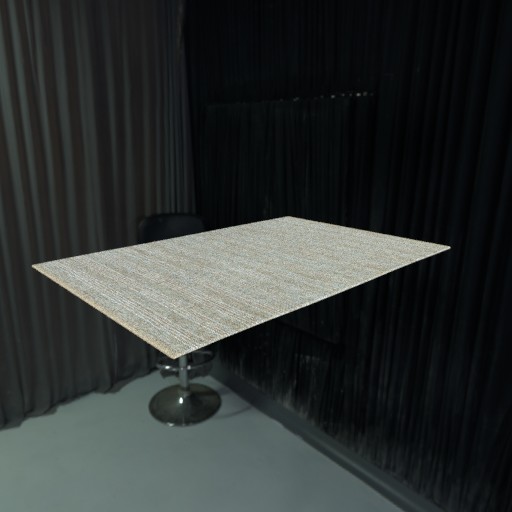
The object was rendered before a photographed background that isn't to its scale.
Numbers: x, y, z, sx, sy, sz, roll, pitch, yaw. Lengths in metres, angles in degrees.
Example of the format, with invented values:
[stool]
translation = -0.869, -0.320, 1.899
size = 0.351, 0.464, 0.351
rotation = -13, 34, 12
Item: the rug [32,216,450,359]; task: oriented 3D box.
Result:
[rug]
translation = 0.000, 0.000, 2.314
size = 1.824, 0.010, 1.240
rotation = -14, 21, -41
